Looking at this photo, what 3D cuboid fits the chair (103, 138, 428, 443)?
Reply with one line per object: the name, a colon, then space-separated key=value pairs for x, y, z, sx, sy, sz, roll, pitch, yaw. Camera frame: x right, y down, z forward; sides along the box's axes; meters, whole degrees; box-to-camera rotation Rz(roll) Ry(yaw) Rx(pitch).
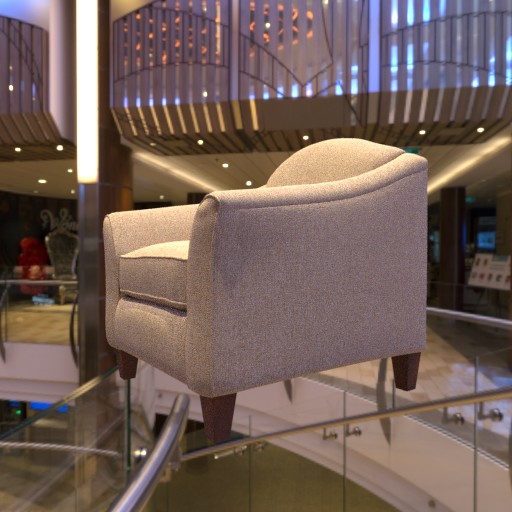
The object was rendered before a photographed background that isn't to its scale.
chair: x=0.000 y=0.000 z=1.446 sx=0.787 sy=0.839 sz=0.763 roll=-1 pitch=1 yaw=-36
